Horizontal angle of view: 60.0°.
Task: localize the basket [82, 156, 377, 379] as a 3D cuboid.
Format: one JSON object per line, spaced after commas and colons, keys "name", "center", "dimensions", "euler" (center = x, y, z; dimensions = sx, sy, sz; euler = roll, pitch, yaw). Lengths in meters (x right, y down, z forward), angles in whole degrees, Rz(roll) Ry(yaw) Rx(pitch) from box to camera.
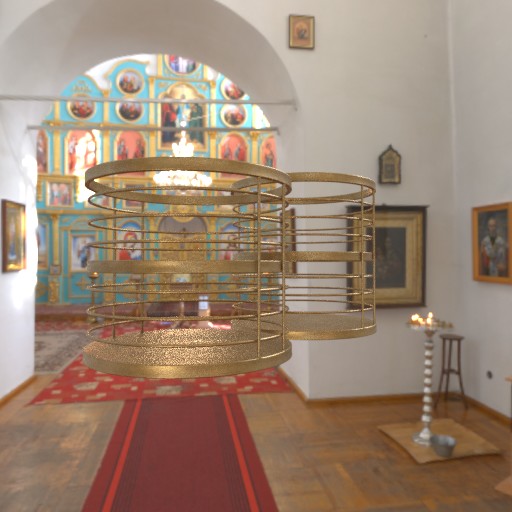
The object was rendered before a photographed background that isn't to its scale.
{"name": "basket", "center": [0.000, 0.000, 0.942], "dimensions": [0.356, 0.351, 0.746], "euler": [-1, -2, 36]}
